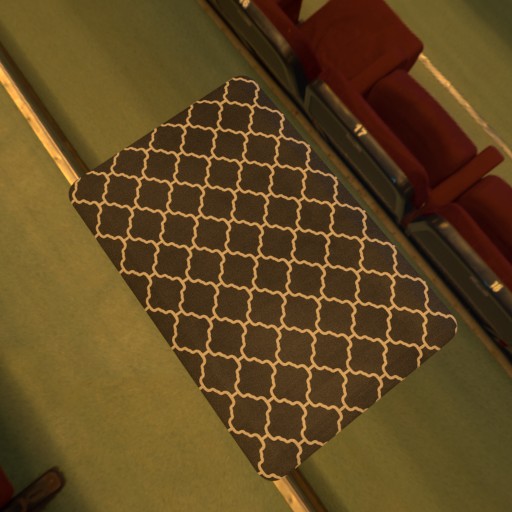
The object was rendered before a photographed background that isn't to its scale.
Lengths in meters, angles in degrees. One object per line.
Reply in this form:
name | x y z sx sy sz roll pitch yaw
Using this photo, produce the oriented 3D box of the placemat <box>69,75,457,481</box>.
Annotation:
placemat | 0.000 0.000 0.944 0.508 0.021 0.762 -36 79 -8
